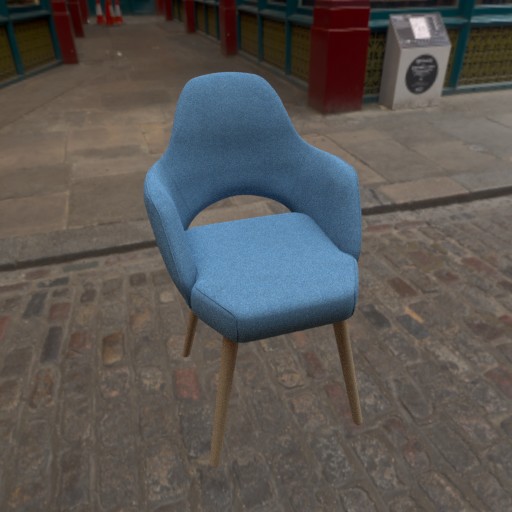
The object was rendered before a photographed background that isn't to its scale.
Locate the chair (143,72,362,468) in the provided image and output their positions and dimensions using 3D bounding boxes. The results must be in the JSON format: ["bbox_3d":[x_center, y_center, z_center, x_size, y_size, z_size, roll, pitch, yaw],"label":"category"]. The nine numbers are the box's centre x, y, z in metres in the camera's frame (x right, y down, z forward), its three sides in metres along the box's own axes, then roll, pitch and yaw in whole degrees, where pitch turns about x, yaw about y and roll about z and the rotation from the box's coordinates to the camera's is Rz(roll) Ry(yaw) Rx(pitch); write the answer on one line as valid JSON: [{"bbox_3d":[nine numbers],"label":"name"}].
[{"bbox_3d":[0.000,0.000,1.316,0.589,0.920,0.666,-10,34,-15],"label":"chair"}]
